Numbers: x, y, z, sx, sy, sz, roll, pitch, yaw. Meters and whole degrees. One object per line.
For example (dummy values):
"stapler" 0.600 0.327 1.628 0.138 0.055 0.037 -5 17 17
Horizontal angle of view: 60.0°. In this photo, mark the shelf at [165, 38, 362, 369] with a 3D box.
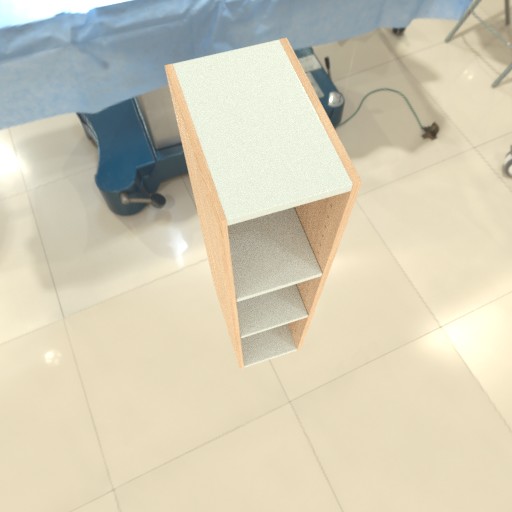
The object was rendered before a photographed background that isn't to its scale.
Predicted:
"shelf" 0.000 0.000 1.020 0.197 0.882 0.290 -16 65 -8
